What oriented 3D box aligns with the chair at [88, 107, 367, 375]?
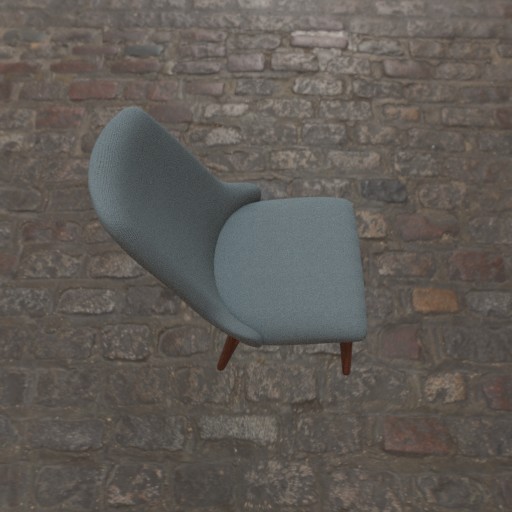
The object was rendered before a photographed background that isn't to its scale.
[{"bbox_3d":[0.000,0.000,1.345,0.707,0.918,0.535,1,63,0],"label":"chair"}]
